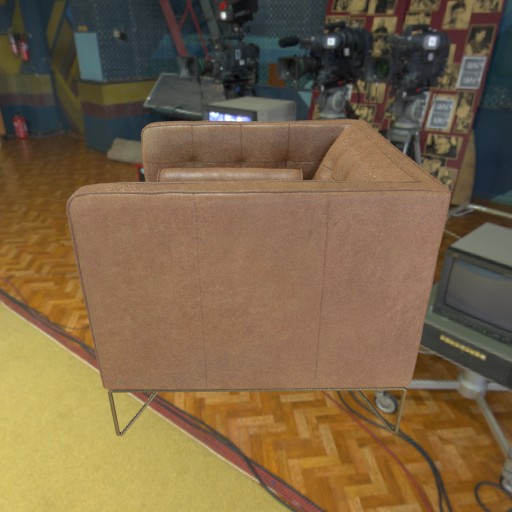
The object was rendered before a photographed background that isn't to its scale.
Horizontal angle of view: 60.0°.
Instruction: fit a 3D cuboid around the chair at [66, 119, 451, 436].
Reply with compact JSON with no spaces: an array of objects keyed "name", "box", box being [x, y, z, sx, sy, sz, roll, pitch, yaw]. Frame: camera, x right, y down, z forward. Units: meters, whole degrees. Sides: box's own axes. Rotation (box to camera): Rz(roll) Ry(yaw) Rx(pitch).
[{"name":"chair","box":[0.000,0.000,1.583,0.912,0.797,0.920,0,27,-1]}]
